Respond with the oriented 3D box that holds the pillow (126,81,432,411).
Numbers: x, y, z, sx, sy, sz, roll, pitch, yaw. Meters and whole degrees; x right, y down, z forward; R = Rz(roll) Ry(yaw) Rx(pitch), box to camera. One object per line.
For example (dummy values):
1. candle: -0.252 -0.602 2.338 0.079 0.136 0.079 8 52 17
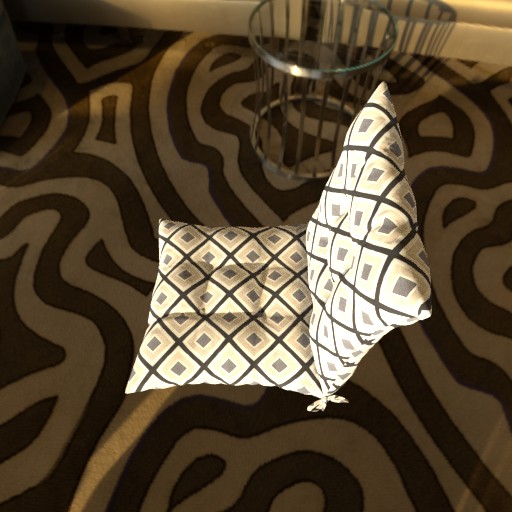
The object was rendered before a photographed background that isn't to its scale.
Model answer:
1. pillow: 0.000 0.000 0.968 0.585 0.536 0.541 2 58 1
